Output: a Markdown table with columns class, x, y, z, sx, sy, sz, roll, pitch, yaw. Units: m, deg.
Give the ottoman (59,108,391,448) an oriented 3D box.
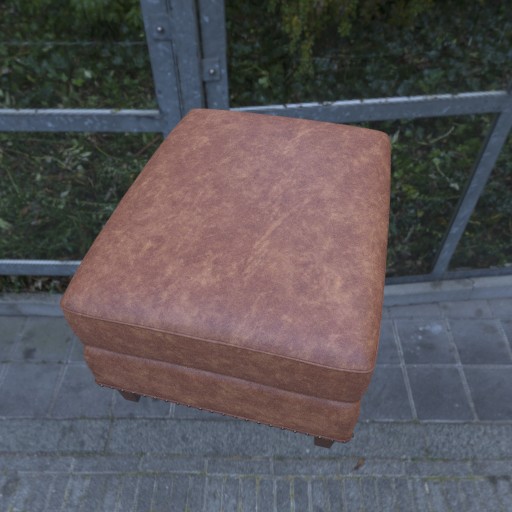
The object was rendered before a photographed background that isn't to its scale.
| class | x | y | z | sx | sy | sz | roll | pitch | yaw |
| --- | --- | --- | --- | --- | --- | --- | --- | --- | --- |
| ottoman | 0.000 | 0.000 | 1.117 | 0.586 | 0.486 | 0.742 | 10 | 47 | 9 |
